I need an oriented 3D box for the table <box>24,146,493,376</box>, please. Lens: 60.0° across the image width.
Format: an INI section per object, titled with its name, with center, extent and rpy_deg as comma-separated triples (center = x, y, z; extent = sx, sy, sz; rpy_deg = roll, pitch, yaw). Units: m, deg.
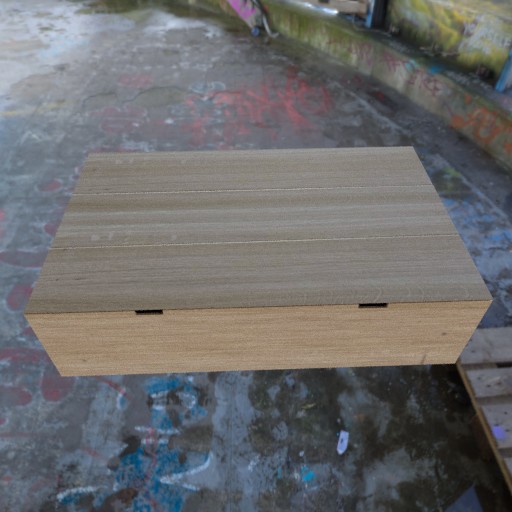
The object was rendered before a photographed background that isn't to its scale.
[table]
center = 0.000, 0.000, 1.406
extent = 1.110, 0.353, 0.678
rpy_deg = -2, 45, -2
